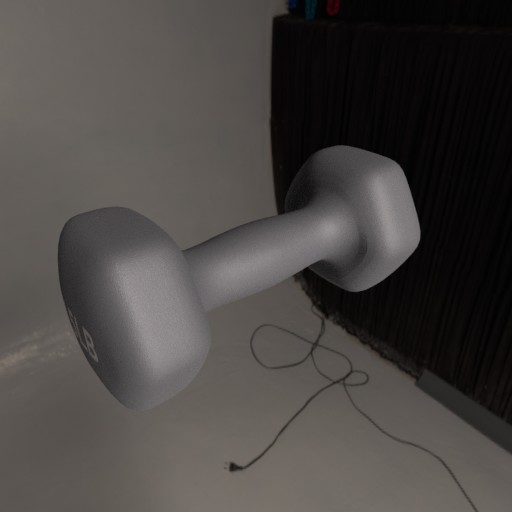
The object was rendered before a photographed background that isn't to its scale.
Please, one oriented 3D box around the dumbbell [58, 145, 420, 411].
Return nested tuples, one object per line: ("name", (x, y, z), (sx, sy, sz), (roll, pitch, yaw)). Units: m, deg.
("dumbbell", (0.000, 0.000, 0.297), (0.240, 0.105, 0.116), (-22, 37, -32))
